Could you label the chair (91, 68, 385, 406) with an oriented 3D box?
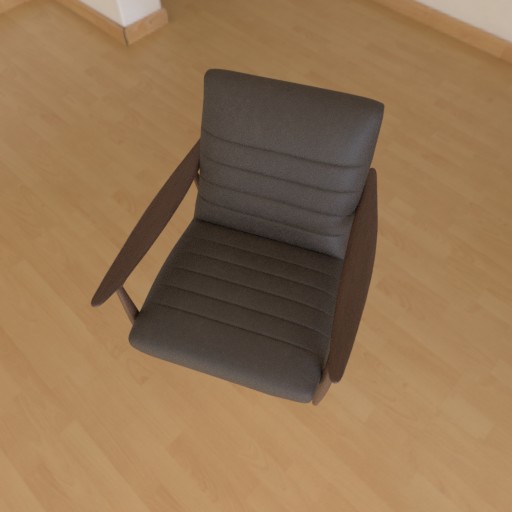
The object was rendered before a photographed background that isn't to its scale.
[{"bbox_3d":[0.000,0.000,1.492,0.741,0.831,0.798,16,60,9],"label":"chair"}]
